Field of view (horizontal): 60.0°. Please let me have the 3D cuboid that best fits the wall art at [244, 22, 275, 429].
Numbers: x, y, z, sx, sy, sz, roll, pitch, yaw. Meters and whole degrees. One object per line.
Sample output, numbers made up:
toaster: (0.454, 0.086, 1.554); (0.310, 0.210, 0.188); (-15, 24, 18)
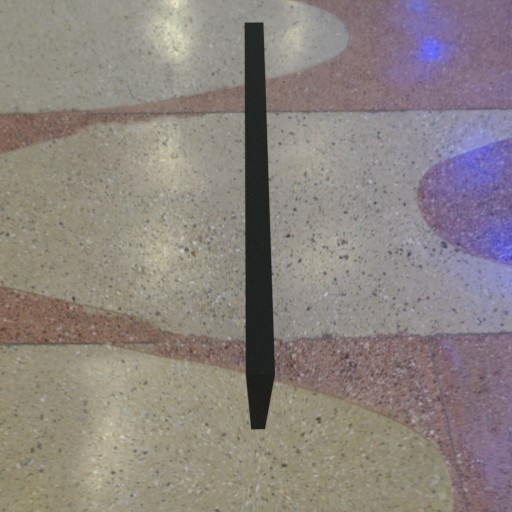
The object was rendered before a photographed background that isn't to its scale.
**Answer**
wall art: (0.000, 0.000, 1.133); (0.044, 0.758, 0.758); (-1, 63, 0)
